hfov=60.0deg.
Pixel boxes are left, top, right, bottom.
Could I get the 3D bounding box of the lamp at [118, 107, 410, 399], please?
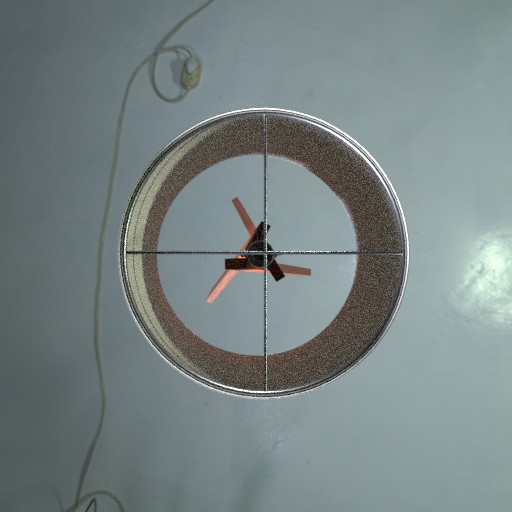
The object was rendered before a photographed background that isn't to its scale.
[{"bbox_3d":[0.000,0.000,0.918,0.380,0.686,0.380,0,89,-2],"label":"lamp"}]
